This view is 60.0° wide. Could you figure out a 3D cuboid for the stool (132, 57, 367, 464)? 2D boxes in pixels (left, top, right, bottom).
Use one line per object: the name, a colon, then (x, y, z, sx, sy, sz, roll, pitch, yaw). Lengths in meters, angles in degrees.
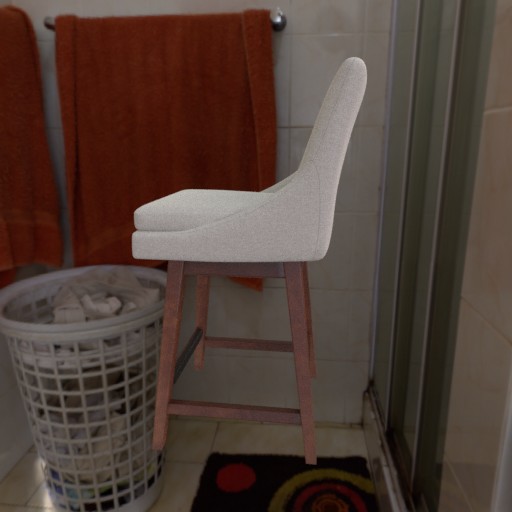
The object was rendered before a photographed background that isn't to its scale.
stool: (0.000, 0.000, 1.280, 0.559, 0.991, 0.469, 2, 15, 7)
